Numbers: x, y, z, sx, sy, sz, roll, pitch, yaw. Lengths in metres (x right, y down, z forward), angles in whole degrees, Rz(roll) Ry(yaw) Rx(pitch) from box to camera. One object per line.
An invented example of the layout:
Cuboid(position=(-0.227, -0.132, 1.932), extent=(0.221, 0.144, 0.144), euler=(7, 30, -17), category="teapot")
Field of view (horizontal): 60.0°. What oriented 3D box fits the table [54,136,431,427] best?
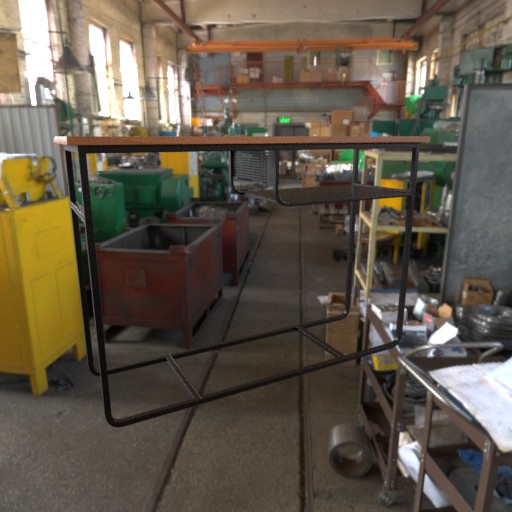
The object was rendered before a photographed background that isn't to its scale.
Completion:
Cuboid(position=(0.000, 0.000, 1.439), extent=(1.100, 0.750, 0.350), euler=(-8, 17, -27), category="table")
